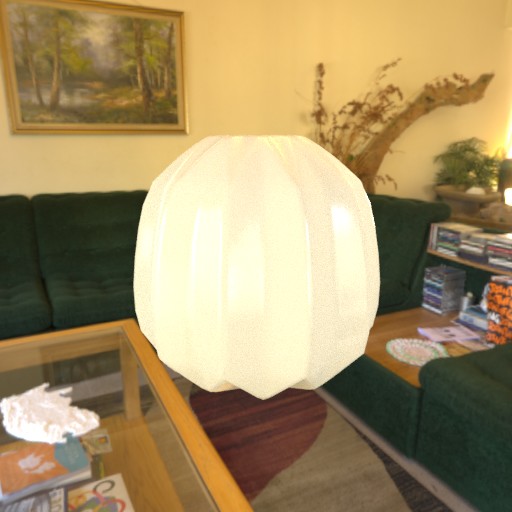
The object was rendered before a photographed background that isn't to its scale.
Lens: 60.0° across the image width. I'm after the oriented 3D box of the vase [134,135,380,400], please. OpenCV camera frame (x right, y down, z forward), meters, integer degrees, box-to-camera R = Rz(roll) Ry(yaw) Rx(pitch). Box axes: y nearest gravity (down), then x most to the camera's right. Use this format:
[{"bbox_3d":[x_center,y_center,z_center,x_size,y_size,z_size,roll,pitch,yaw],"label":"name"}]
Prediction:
[{"bbox_3d":[0.000,0.000,0.255,0.139,0.134,0.139,0,15,0],"label":"vase"}]
